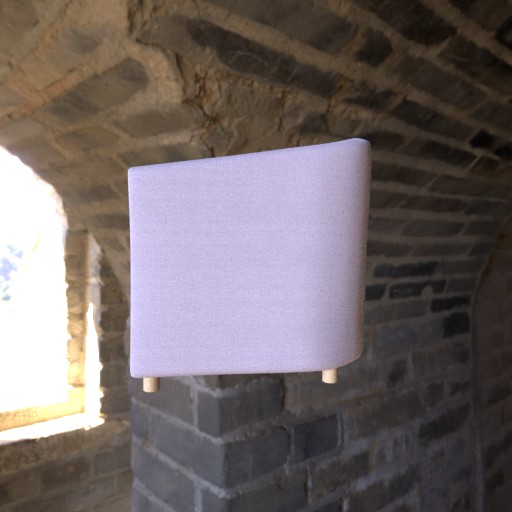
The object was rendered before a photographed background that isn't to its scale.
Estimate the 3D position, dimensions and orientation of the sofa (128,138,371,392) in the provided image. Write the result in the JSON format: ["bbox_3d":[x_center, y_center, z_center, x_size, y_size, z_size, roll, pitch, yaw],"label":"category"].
[{"bbox_3d":[0.000,0.000,1.852,0.705,0.721,1.452,0,0,-1],"label":"sofa"}]
